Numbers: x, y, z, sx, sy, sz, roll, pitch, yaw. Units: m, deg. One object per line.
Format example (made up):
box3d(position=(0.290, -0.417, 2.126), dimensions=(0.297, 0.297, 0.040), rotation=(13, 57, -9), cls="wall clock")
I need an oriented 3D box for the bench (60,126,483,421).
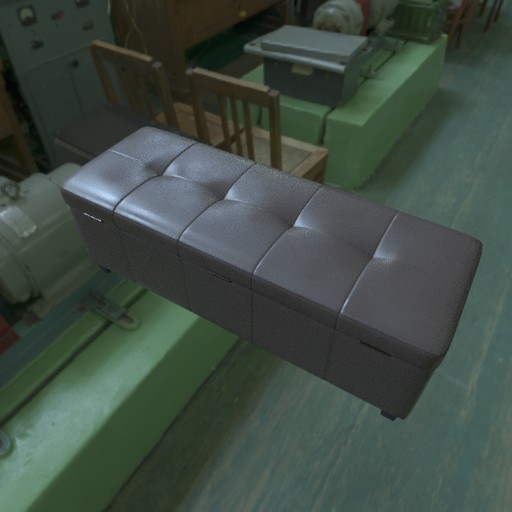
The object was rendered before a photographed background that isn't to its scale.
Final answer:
box3d(position=(0.000, 0.000, 1.440), dimensions=(1.219, 0.417, 0.450), rotation=(23, 50, 21), cls="bench")
